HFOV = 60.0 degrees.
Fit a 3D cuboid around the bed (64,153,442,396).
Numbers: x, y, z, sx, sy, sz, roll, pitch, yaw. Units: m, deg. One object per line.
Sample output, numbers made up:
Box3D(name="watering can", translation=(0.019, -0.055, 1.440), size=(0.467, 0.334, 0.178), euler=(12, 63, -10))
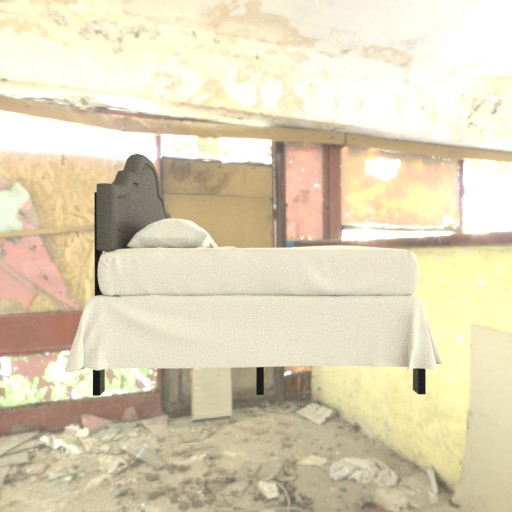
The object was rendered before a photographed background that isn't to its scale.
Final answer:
Box3D(name="bed", translation=(0.000, 0.000, 3.645), size=(2.222, 1.631, 2.303), euler=(0, 0, -1))
